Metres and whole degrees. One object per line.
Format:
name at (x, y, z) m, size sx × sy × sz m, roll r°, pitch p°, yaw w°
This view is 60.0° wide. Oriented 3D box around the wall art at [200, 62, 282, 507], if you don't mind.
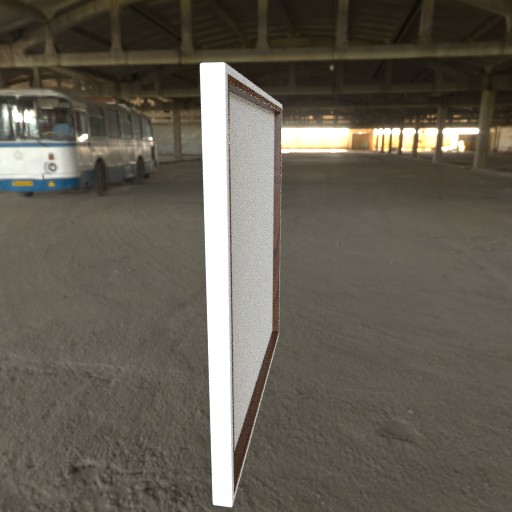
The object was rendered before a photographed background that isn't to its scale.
wall art at (0.000, 0.000, 1.080) m, size 0.037 × 0.757 × 0.757 m, roll 2°, pitch 15°, yaw 9°
